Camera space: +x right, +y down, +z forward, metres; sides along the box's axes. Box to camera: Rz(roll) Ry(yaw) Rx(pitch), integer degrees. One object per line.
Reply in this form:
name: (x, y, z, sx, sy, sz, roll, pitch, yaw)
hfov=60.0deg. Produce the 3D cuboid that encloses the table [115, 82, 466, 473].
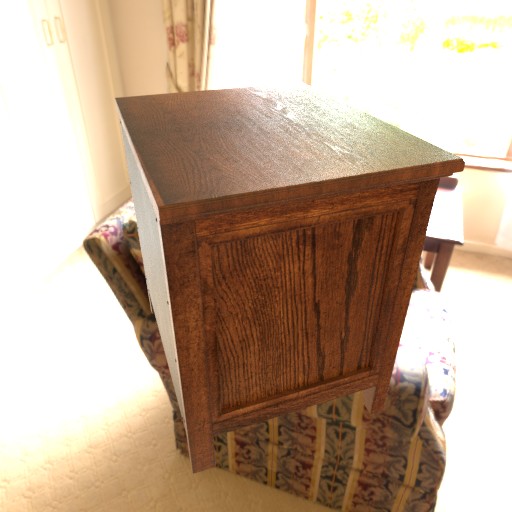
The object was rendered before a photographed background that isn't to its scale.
table: (0.000, 0.000, 0.989, 0.461, 0.597, 0.586, -11, 34, -17)
